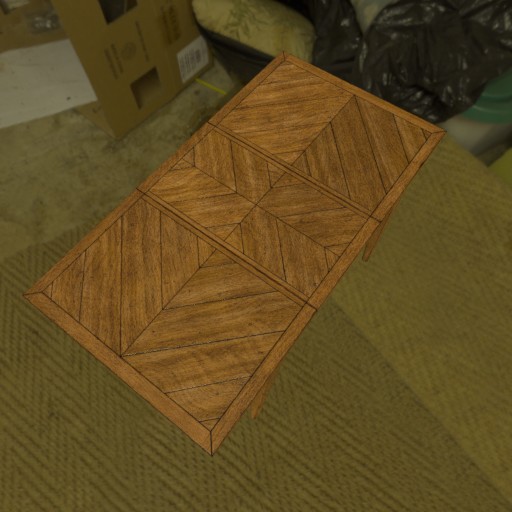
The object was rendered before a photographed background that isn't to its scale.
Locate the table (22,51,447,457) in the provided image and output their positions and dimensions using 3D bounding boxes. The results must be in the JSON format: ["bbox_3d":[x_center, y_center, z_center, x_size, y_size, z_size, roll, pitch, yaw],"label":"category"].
[{"bbox_3d":[0.000,0.000,1.857,0.757,0.760,1.400,33,67,16],"label":"table"}]
